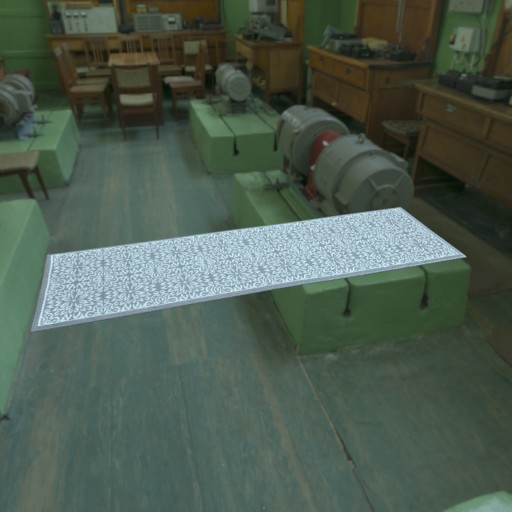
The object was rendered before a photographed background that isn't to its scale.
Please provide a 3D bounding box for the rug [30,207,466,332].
[{"bbox_3d":[0.000,0.000,2.419,2.196,0.011,0.662,-9,32,-14],"label":"rug"}]
